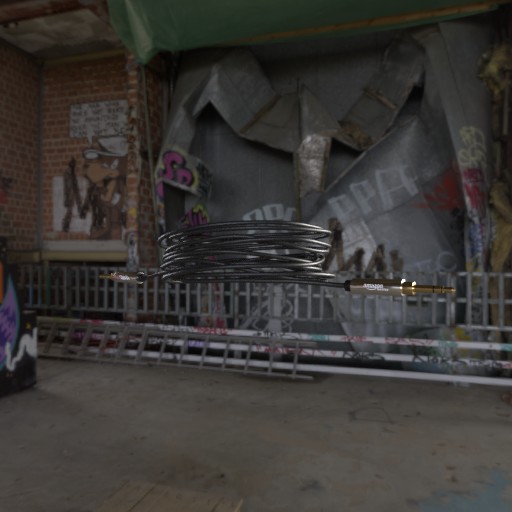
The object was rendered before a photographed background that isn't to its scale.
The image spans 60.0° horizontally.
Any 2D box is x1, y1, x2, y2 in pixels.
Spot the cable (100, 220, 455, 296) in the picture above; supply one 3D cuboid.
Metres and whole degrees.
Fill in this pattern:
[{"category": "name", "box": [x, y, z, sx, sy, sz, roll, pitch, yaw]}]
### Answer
[{"category": "cable", "box": [0.000, 0.000, 0.493, 0.432, 0.069, 0.198, 0, 0, 37]}]
